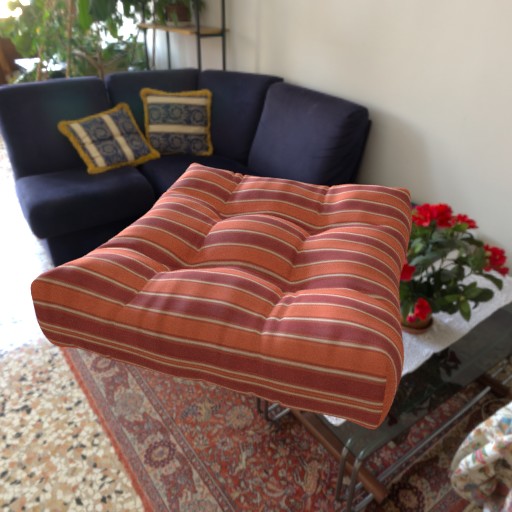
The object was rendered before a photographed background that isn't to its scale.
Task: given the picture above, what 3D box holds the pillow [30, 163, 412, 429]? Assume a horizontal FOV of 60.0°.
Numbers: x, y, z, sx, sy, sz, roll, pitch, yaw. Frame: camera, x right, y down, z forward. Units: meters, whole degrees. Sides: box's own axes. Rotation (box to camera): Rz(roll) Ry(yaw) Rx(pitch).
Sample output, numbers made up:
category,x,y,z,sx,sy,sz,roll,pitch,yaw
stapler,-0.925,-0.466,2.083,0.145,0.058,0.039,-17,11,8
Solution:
category,x,y,z,sx,sy,sz,roll,pitch,yaw
pillow,0.000,0.000,0.708,0.468,0.133,0.490,10,33,15
